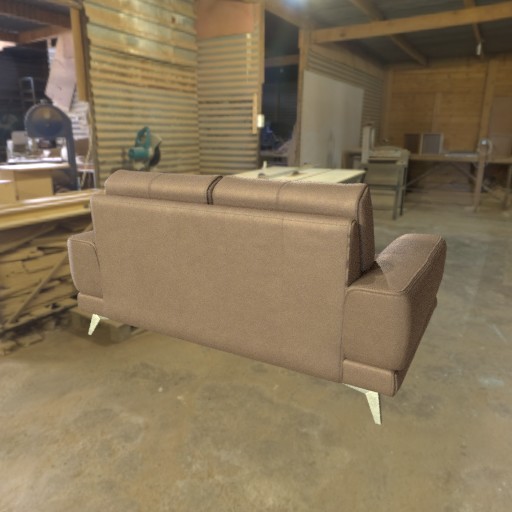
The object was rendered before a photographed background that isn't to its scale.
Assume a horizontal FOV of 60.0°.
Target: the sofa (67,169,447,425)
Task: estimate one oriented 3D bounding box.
[{"bbox_3d":[0.000,0.000,2.376,1.806,0.907,1.018,9,18,28],"label":"sofa"}]
